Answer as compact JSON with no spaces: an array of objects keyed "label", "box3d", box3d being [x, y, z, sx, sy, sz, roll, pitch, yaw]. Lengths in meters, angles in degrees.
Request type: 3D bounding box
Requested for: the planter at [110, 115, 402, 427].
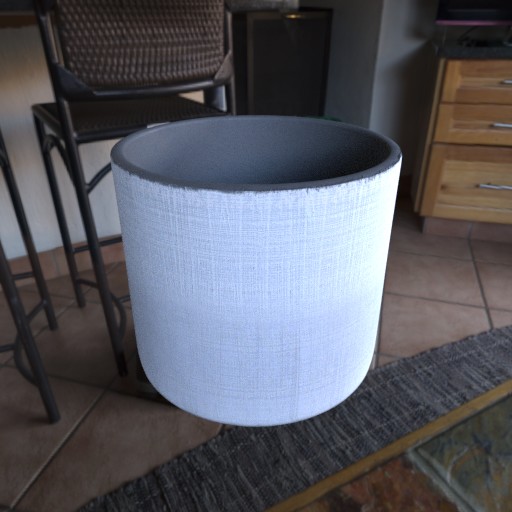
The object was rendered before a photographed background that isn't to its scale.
[{"label":"planter","box3d":[0.000,0.000,0.388,0.221,0.201,0.221,0,28,0]}]
